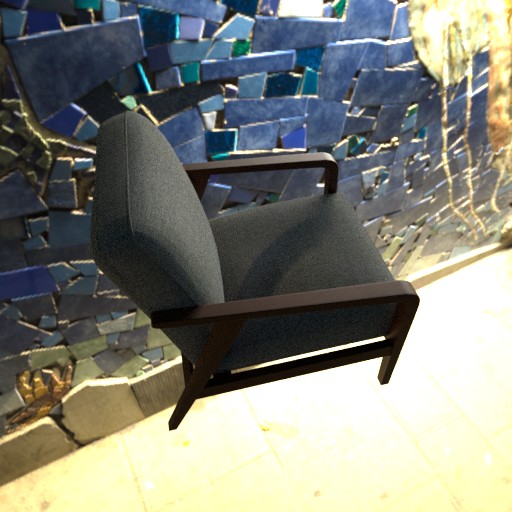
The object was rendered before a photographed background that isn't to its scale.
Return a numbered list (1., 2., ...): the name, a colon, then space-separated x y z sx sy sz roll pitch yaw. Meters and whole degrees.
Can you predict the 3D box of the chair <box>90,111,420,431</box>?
1. chair: 0.000 0.000 1.463 0.858 0.847 0.704 -9 46 -9
